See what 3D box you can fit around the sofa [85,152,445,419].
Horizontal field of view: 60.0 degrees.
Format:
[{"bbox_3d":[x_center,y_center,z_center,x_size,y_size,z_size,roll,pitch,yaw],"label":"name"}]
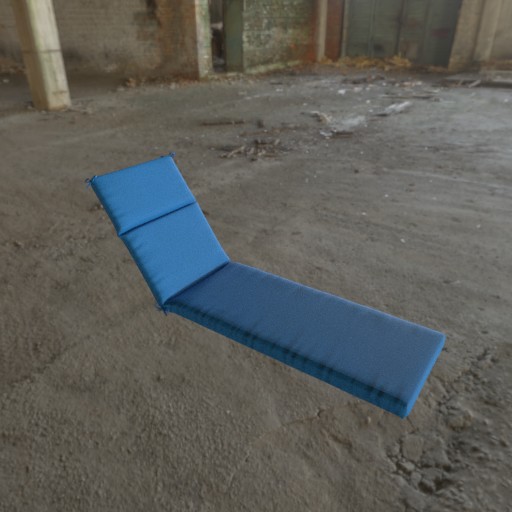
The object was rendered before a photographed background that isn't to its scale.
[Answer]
[{"bbox_3d":[0.000,0.000,2.039,1.663,0.622,0.582,18,33,31],"label":"sofa"}]
